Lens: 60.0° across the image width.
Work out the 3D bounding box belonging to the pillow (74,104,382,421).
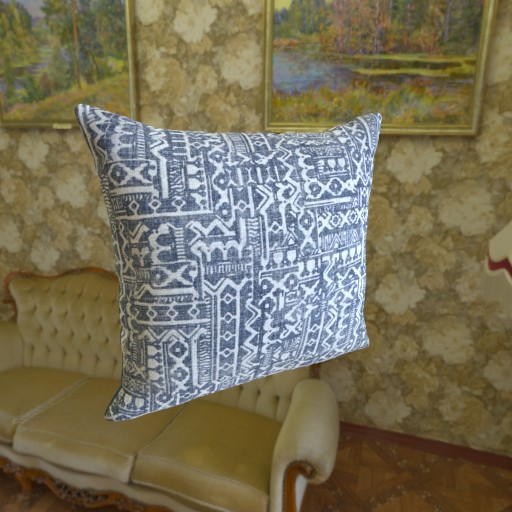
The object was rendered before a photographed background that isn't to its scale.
[{"bbox_3d":[0.000,0.000,0.768,0.546,0.487,0.180,-8,17,-27],"label":"pillow"}]
